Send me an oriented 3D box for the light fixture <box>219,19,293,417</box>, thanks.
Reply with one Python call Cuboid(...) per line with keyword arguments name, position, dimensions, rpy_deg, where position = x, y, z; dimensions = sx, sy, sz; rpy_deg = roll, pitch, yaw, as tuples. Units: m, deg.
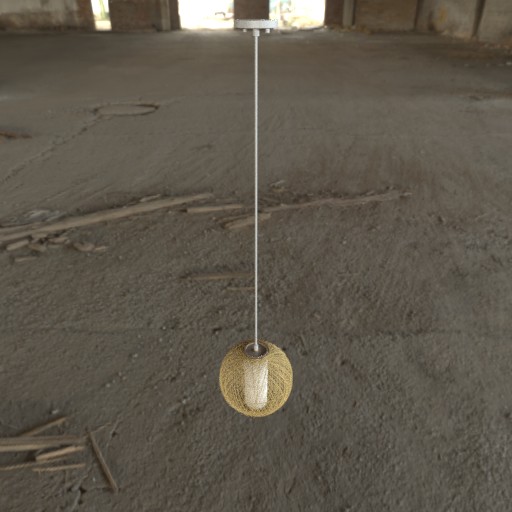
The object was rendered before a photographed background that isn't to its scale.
Cuboid(name="light fixture", position=(0.000, 0.000, 2.079), dimensions=(0.407, 1.955, 0.406), rpy_deg=(0, 30, 1))
